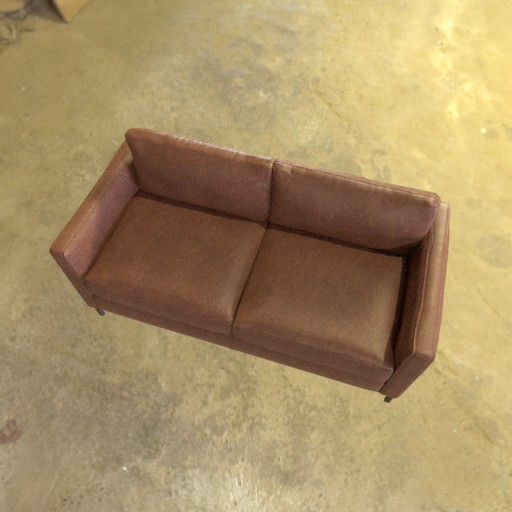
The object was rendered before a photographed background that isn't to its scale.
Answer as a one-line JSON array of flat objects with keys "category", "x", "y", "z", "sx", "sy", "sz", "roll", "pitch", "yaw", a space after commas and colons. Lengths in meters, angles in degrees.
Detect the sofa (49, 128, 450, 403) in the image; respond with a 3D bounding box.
[{"category": "sofa", "x": 0.000, "y": 0.000, "z": 2.310, "sx": 1.797, "sy": 0.883, "sz": 0.899, "roll": 14, "pitch": 58, "yaw": 9}]
